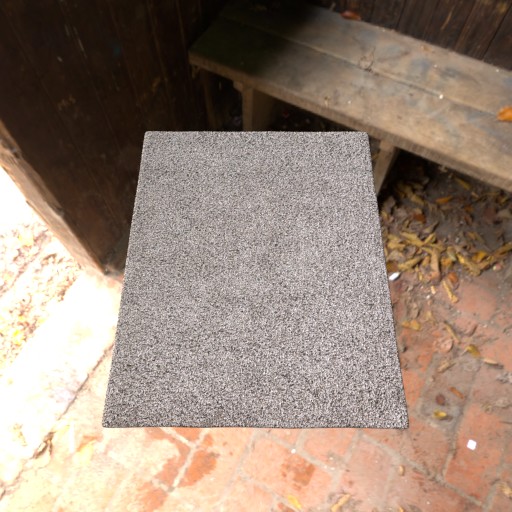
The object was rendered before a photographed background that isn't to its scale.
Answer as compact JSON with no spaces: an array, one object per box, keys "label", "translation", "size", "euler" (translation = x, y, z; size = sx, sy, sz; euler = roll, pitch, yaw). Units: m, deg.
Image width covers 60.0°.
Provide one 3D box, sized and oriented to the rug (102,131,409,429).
[{"label":"rug","translation":[0.000,0.000,4.183],"size":[2.438,0.029,3.047],"euler":[0,63,0]}]
